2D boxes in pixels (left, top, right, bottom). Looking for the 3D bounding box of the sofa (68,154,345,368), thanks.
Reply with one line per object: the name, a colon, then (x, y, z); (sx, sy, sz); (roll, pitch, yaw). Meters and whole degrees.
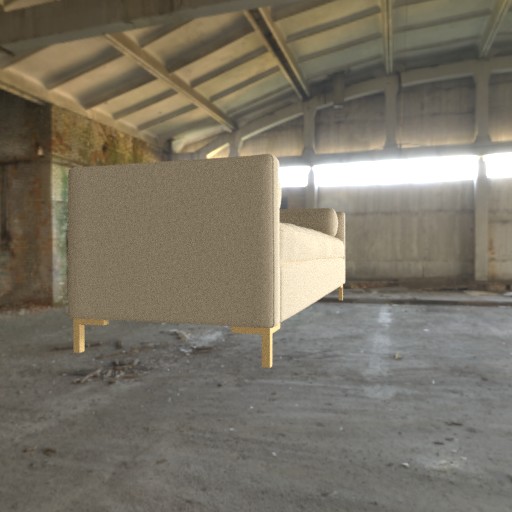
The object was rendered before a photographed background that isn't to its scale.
sofa: (0.000, 0.000, 2.324); (0.746, 0.641, 1.985); (0, 0, 17)
